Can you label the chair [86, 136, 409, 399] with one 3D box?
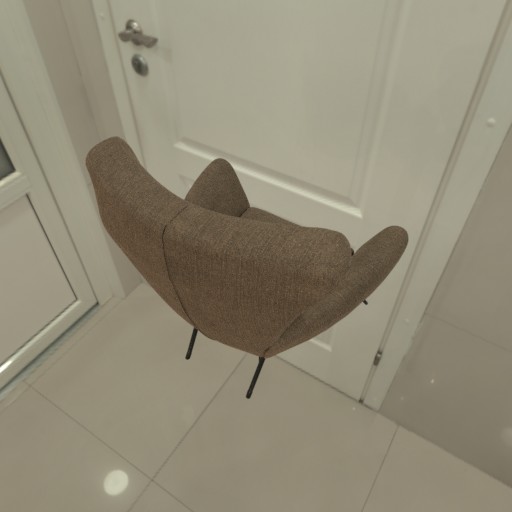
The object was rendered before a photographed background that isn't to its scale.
[{"bbox_3d":[0.000,0.000,1.770,0.980,1.040,0.900,25,52,22],"label":"chair"}]
